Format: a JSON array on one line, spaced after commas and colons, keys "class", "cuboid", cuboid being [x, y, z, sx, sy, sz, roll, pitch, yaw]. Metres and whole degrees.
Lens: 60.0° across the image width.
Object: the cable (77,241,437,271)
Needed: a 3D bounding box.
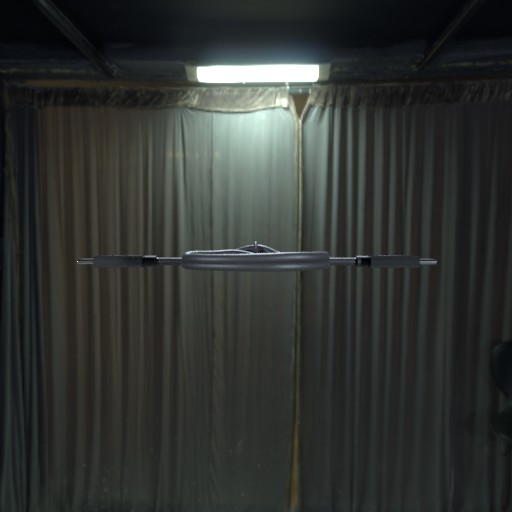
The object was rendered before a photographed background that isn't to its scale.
[{"class": "cable", "cuboid": [0.000, 0.000, 0.208, 0.186, 0.014, 0.070, 0, 1, 0]}]
